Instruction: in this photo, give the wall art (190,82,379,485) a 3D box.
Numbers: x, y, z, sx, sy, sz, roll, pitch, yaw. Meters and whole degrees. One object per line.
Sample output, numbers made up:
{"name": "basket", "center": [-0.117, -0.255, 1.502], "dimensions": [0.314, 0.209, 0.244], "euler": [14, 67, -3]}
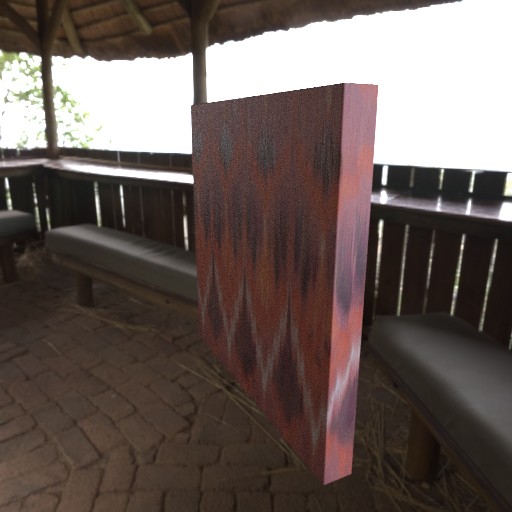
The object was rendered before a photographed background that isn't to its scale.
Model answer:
{"name": "wall art", "center": [0.000, 0.000, 0.602], "dimensions": [0.038, 0.406, 0.403], "euler": [-8, 18, -25]}
